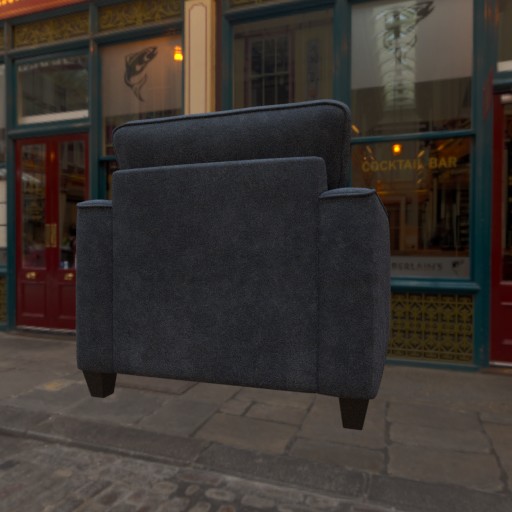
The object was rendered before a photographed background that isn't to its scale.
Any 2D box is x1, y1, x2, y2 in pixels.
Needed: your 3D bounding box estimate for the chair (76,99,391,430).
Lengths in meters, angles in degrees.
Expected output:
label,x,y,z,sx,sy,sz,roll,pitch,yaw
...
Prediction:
label,x,y,z,sx,sy,sz,roll,pitch,yaw
chair,0.000,0.000,1.774,1.015,0.965,0.939,0,0,19
